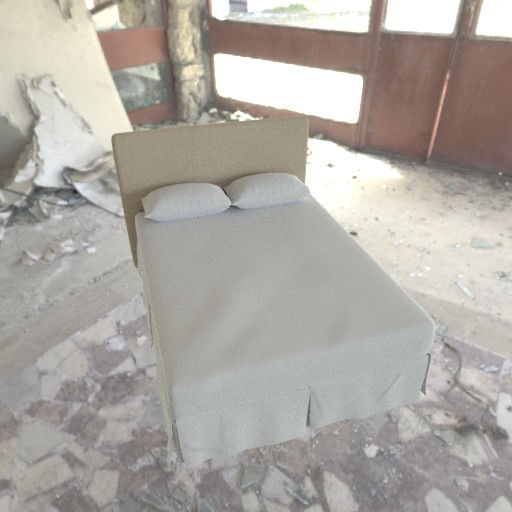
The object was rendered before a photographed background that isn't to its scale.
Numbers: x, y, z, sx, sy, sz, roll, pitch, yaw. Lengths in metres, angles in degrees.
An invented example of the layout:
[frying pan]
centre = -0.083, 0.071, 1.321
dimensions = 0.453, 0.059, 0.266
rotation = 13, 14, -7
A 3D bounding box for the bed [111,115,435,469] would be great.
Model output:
[bed]
centre = 0.000, 0.000, 3.190
dimensions = 1.723, 1.330, 2.142
rotation = -10, 35, -15
